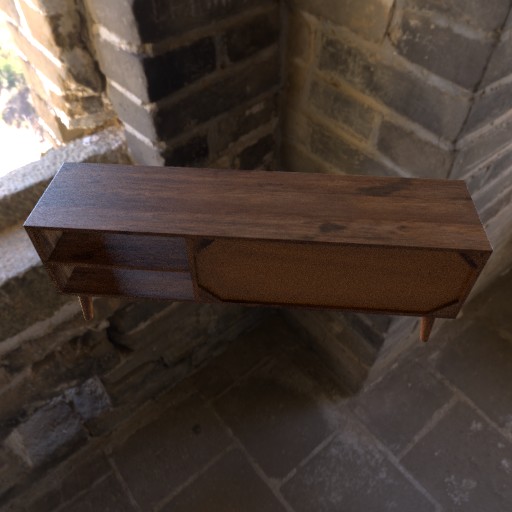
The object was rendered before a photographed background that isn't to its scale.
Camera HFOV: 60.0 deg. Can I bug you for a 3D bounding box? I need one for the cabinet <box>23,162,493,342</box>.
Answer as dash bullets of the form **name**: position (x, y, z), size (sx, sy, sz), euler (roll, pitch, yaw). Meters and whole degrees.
- **cabinet**: position (0.000, 0.000, 1.672), size (1.448, 0.528, 0.349), euler (3, 47, 3)
